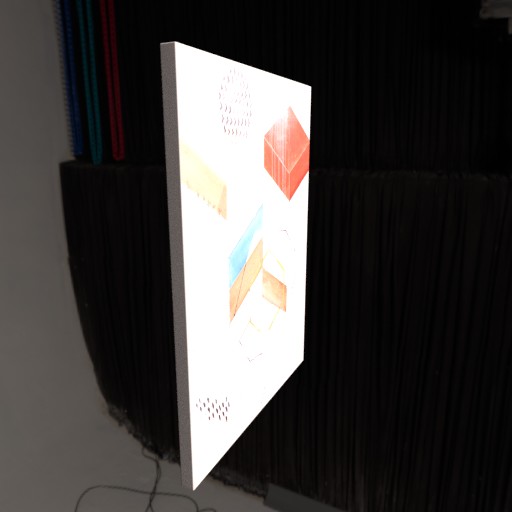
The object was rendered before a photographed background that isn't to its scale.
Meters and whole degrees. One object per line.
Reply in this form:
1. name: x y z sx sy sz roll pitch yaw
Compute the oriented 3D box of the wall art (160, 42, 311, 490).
1. wall art: 0.000 0.000 1.566 0.046 1.221 0.914 7 16 26
